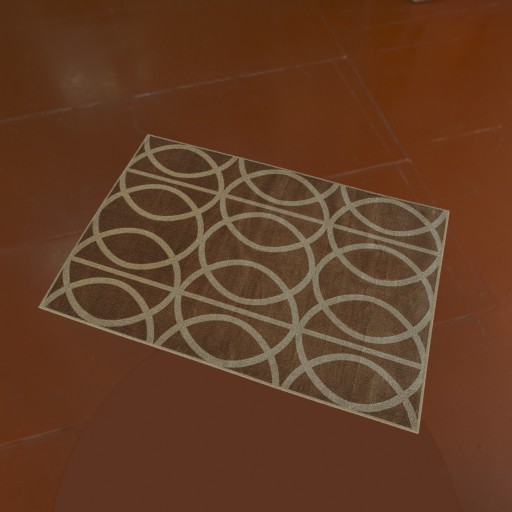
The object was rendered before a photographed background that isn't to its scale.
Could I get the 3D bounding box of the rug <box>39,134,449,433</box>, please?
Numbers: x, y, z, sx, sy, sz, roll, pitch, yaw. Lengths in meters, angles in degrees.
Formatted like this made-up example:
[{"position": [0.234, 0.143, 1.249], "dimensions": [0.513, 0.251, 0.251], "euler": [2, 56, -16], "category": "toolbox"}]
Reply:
[{"position": [0.000, 0.000, 2.858], "dimensions": [2.290, 0.014, 1.526], "euler": [16, 61, 9], "category": "rug"}]
